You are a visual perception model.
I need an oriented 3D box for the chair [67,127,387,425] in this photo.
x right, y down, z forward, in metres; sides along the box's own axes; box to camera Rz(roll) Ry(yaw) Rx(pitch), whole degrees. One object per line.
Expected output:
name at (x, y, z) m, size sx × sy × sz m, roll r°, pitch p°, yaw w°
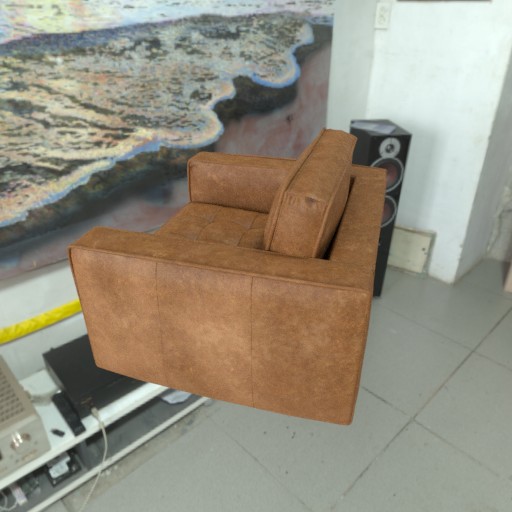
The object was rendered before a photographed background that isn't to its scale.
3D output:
chair at (0.000, 0.000, 1.523) m, size 0.798 × 0.767 × 0.928 m, roll 8°, pitch 31°, yaw 14°
